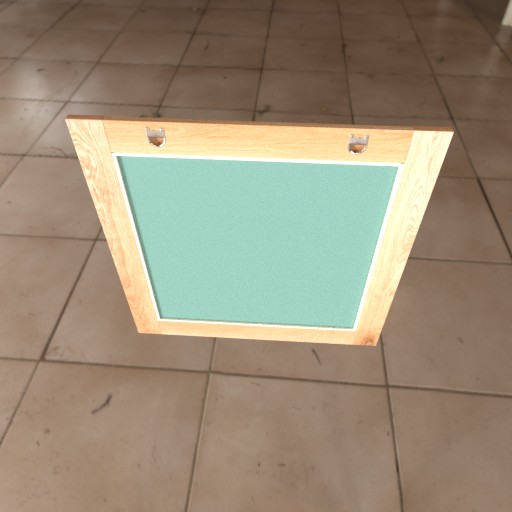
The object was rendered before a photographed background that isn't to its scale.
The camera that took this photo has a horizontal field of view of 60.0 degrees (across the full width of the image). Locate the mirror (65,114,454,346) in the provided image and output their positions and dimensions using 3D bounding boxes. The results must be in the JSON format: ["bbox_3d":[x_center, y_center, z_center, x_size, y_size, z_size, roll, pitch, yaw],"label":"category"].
[{"bbox_3d":[0.000,0.000,1.206,0.800,0.800,0.020,3,47,3],"label":"mirror"}]
